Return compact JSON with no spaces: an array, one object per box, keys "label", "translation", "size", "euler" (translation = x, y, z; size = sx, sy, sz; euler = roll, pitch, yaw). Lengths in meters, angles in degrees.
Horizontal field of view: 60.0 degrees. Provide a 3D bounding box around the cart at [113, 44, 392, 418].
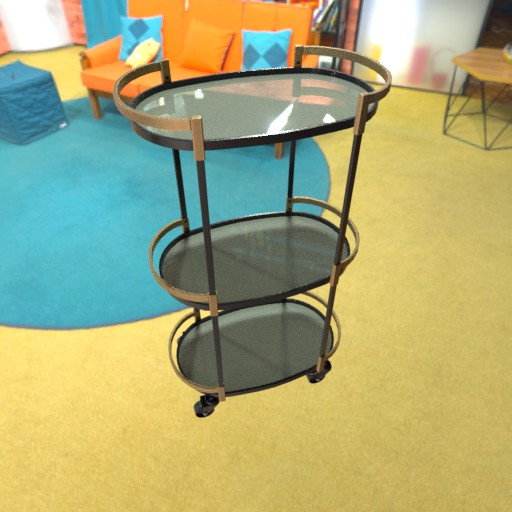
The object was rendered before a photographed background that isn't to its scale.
[{"label":"cart","translation":[0.000,0.000,1.107],"size":[0.515,0.885,0.311],"euler":[-13,43,-14]}]
